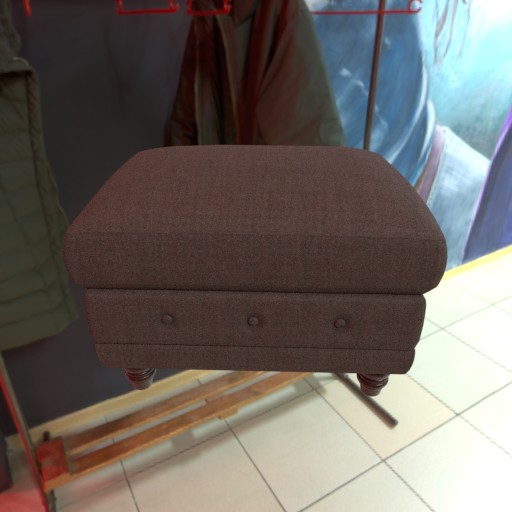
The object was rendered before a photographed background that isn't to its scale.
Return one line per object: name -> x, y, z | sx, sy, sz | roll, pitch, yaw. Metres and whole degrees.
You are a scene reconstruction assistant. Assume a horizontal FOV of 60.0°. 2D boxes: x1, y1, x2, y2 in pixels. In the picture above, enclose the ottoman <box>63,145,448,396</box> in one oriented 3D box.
ottoman -> 0.000, 0.000, 1.237 | 0.809, 0.555, 0.599 | 1, 28, 2
